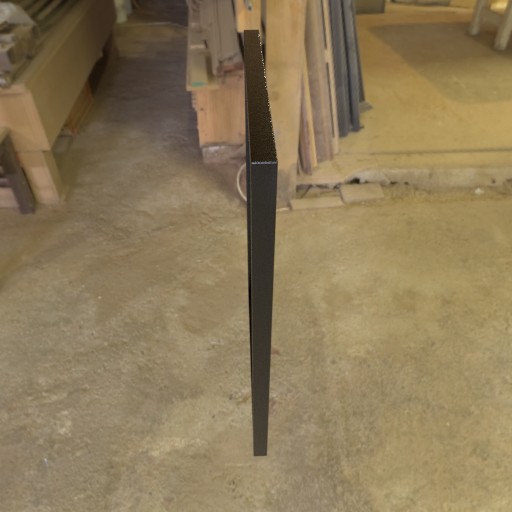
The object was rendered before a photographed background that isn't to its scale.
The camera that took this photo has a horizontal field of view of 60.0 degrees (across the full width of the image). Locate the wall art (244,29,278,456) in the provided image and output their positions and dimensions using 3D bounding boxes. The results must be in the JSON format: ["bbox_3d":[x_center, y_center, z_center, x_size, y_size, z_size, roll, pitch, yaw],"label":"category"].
[{"bbox_3d":[0.000,0.000,0.572,0.019,0.455,0.314,-1,42,-2],"label":"wall art"}]
